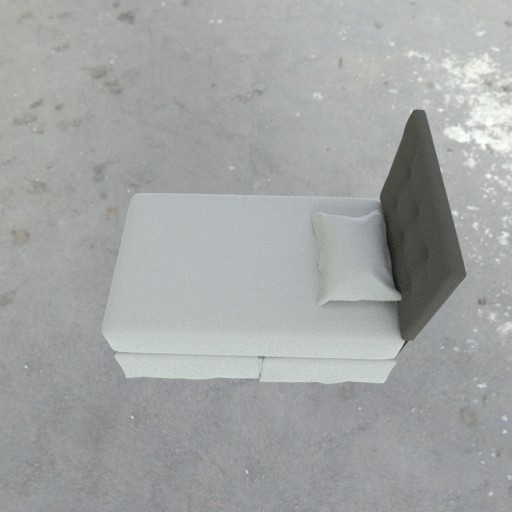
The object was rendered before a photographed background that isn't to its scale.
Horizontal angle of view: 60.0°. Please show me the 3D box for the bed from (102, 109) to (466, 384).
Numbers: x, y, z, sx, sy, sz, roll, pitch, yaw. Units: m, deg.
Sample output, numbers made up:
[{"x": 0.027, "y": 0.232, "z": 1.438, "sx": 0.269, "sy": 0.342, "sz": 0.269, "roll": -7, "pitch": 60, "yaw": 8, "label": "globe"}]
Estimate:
[{"x": 0.000, "y": 0.000, "z": 2.991, "sx": 1.997, "sy": 1.571, "sz": 1.261, "roll": 1, "pitch": 58, "yaw": 1, "label": "bed"}]
